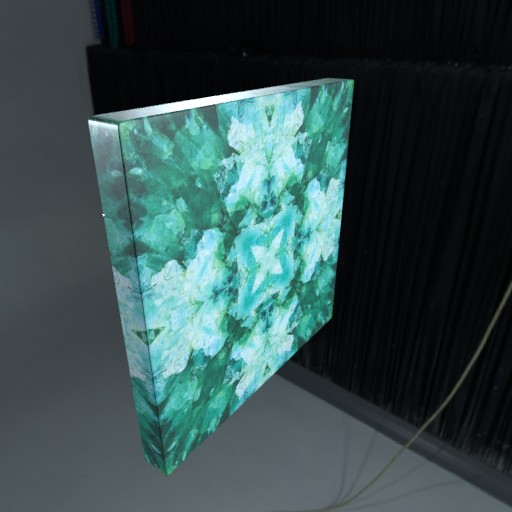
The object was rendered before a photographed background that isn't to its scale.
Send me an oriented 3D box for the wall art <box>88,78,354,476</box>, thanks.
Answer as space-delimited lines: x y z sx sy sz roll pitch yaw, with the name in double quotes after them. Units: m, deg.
0.000 0.000 0.450 0.033 0.313 0.313 19 33 32 "wall art"
